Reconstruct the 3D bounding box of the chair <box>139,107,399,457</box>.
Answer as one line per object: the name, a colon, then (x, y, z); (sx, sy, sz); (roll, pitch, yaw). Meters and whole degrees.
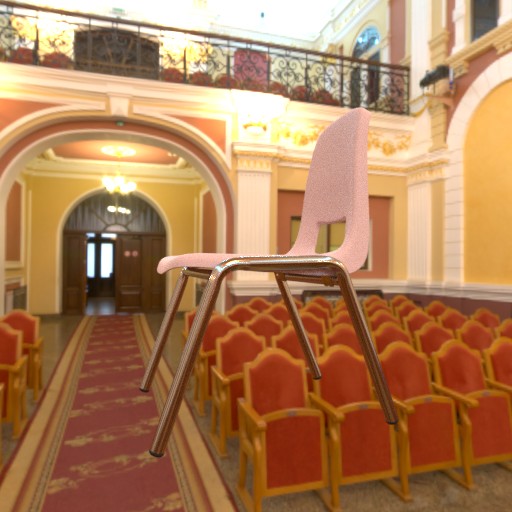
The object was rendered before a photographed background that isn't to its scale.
chair: (0.000, 0.000, 0.862); (0.423, 0.586, 0.354); (0, -1, -17)
